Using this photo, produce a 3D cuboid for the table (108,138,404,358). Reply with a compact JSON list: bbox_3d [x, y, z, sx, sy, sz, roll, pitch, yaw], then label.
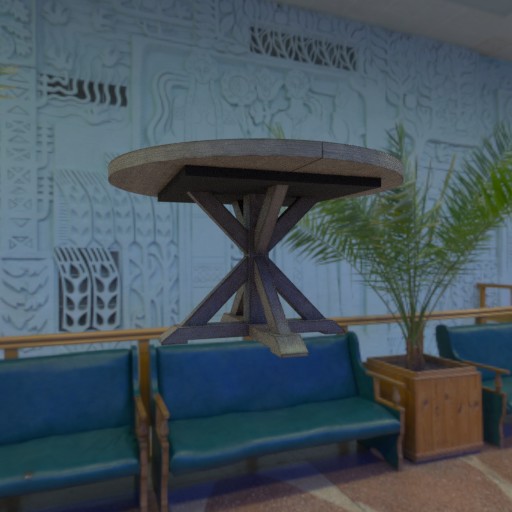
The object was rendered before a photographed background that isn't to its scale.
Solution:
[{"bbox_3d":[0.000,0.000,2.147,1.363,0.781,1.363,0,0,0],"label":"table"}]
